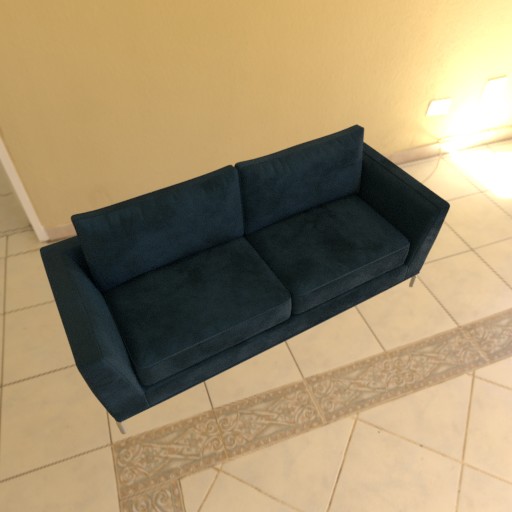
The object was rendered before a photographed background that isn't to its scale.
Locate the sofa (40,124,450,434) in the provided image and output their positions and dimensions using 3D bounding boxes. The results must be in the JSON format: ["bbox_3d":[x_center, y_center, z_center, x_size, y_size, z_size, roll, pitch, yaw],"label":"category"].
[{"bbox_3d":[0.000,0.000,2.676,2.212,0.998,0.853,-22,50,-20],"label":"sofa"}]
